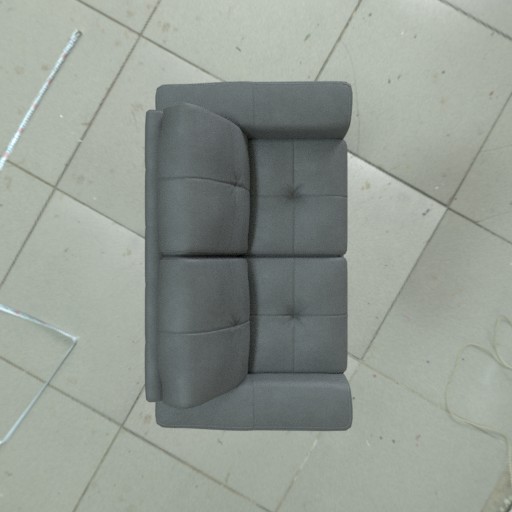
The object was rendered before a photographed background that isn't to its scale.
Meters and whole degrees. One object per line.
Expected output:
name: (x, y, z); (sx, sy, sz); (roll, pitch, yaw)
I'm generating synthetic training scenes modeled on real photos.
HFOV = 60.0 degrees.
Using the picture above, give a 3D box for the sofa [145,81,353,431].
sofa: (0.000, 0.000, 2.338); (1.018, 0.907, 1.806); (0, 90, 1)
